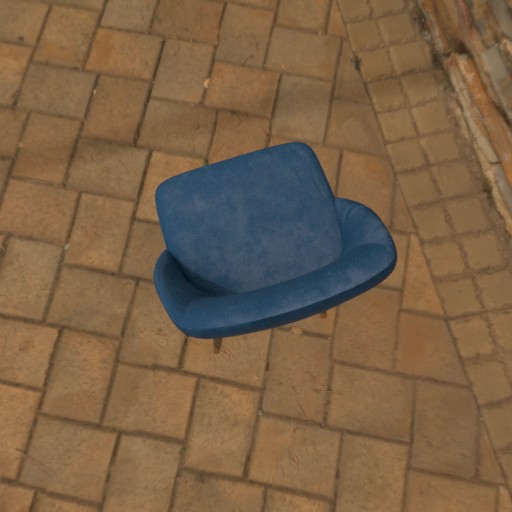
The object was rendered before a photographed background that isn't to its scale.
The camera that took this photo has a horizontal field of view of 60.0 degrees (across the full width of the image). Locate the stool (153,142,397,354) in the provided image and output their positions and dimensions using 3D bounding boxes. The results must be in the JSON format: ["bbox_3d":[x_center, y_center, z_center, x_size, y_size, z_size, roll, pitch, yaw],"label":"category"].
[{"bbox_3d":[0.000,0.000,1.298,0.514,1.016,0.515,-18,75,-5],"label":"stool"}]
